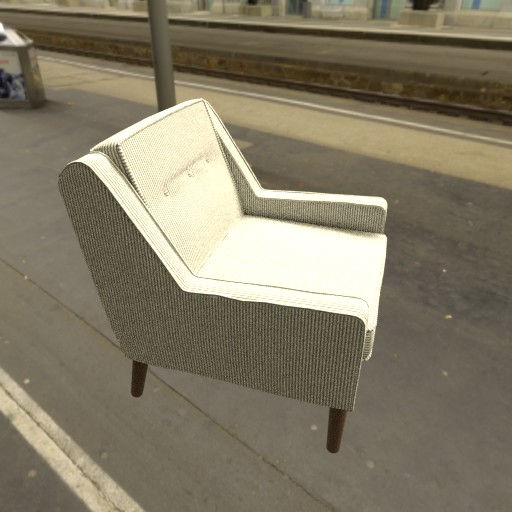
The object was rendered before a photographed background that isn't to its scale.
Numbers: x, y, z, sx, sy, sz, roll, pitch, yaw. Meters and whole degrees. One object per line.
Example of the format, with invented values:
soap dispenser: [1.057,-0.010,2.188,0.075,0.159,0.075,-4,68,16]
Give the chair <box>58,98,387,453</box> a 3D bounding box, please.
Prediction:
chair: [0.000,0.000,1.324,0.743,0.792,0.663,10,33,15]
